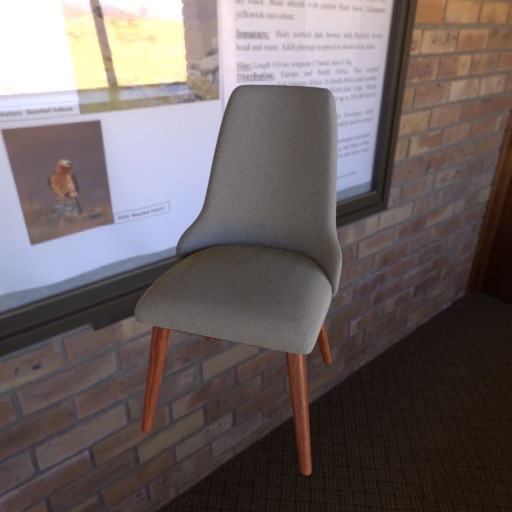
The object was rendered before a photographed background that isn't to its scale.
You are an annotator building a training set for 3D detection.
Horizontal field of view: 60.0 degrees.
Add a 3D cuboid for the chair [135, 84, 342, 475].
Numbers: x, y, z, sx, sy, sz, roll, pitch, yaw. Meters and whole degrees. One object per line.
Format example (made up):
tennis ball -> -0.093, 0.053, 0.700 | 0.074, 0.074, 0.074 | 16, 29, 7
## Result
chair -> 0.000, 0.000, 1.359 | 0.535, 0.918, 0.707 | 8, 28, 16
